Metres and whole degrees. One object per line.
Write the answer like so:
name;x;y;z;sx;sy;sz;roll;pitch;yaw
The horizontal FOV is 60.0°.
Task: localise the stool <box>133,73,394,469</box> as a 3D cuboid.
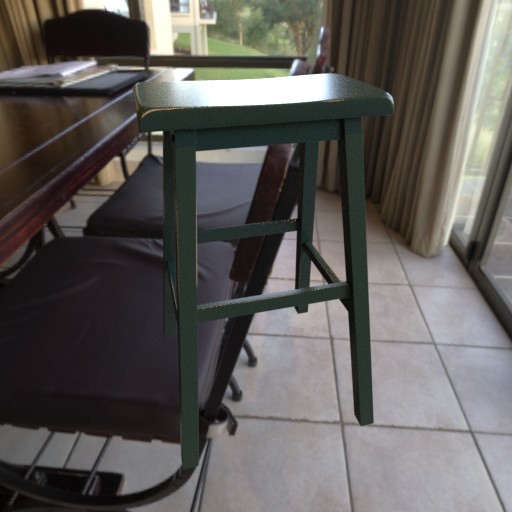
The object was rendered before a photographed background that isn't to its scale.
stool;0.000;0.000;1.020;0.457;0.737;0.476;-8;32;-13
